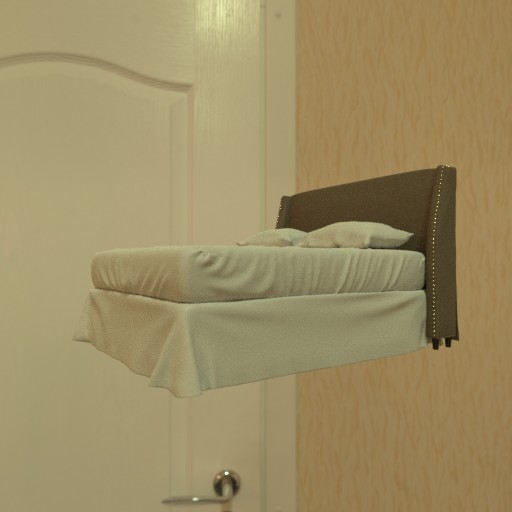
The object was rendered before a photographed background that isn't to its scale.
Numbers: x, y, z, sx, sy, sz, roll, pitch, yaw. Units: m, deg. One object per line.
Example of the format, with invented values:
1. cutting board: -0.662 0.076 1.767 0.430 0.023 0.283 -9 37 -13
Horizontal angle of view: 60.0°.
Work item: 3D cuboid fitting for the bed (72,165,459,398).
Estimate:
1. bed: 0.000 0.000 3.352 2.276 1.332 1.925 0 -1 -35
